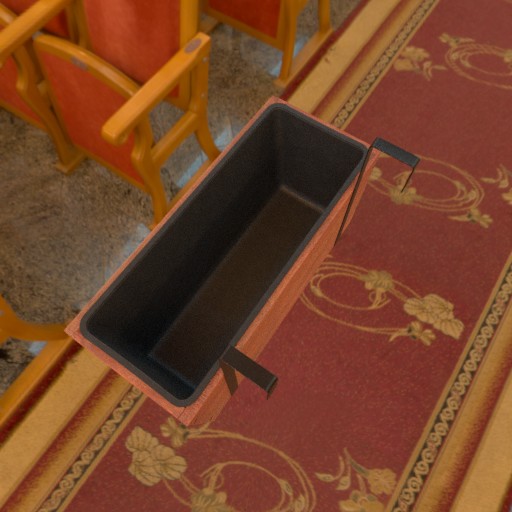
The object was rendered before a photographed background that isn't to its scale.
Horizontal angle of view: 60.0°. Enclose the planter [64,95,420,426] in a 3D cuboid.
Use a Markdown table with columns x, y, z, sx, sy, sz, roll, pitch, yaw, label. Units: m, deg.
| x | y | z | sx | sy | sz | roll | pitch | yaw | label |
| --- | --- | --- | --- | --- | --- | --- | --- | --- | --- |
| 0.000 | 0.000 | 0.649 | 0.262 | 0.289 | 0.480 | 32 | 69 | 14 | planter |
